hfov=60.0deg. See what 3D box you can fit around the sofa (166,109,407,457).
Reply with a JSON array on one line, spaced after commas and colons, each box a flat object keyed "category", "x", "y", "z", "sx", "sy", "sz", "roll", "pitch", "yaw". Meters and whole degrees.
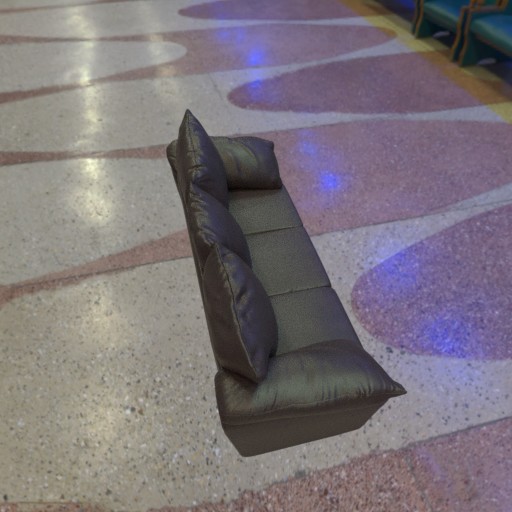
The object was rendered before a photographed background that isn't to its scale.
[{"category": "sofa", "x": 0.000, "y": 0.000, "z": 2.920, "sx": 0.907, "sy": 1.091, "sz": 2.390, "roll": -10, "pitch": 47, "yaw": -10}]
